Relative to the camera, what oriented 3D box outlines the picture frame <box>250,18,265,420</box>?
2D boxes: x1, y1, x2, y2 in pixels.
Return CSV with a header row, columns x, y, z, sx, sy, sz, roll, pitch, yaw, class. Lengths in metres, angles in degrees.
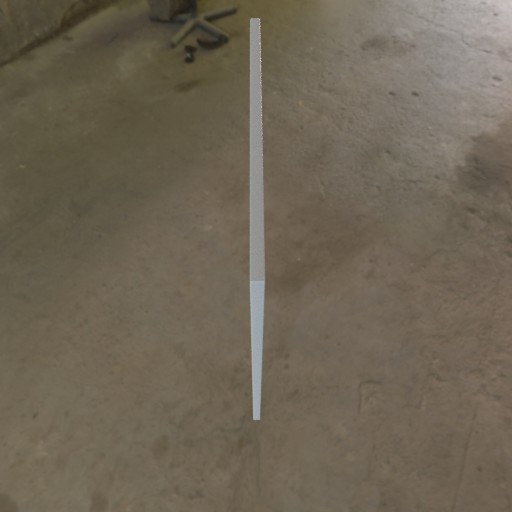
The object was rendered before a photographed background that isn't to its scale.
x,y,z,sx,sy,sz,roll,pitch,yaw,class
0.000,0.000,0.689,0.012,0.534,0.381,0,58,0,picture frame
